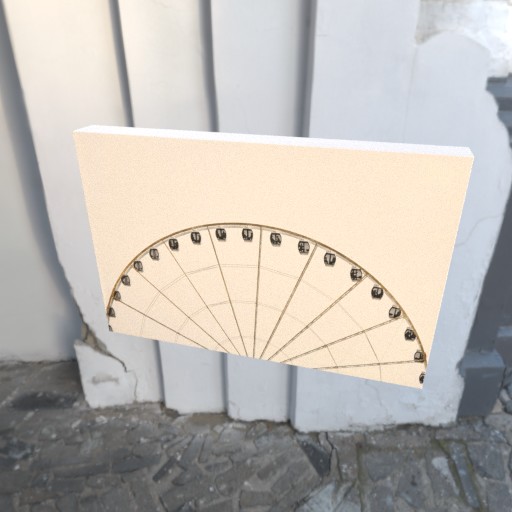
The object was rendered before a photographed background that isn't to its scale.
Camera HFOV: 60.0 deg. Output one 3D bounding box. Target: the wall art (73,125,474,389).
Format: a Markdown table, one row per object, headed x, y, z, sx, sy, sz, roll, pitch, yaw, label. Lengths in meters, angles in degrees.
| x | y | z | sx | sy | sz | roll | pitch | yaw | label |
| --- | --- | --- | --- | --- | --- | --- | --- | --- | --- |
| 0.000 | 0.000 | 0.484 | 0.384 | 0.254 | 0.039 | 7 | 28 | 14 | wall art |
